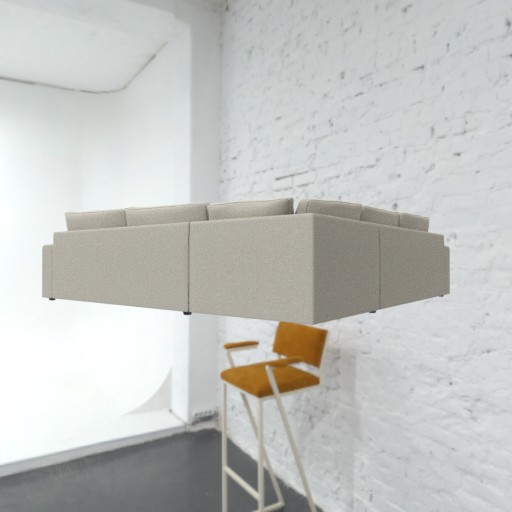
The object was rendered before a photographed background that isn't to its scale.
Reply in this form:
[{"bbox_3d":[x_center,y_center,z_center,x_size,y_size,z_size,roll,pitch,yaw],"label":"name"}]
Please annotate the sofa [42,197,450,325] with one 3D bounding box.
[{"bbox_3d":[0.000,0.000,4.797,3.206,0.918,3.066,0,-1,38],"label":"sofa"}]
